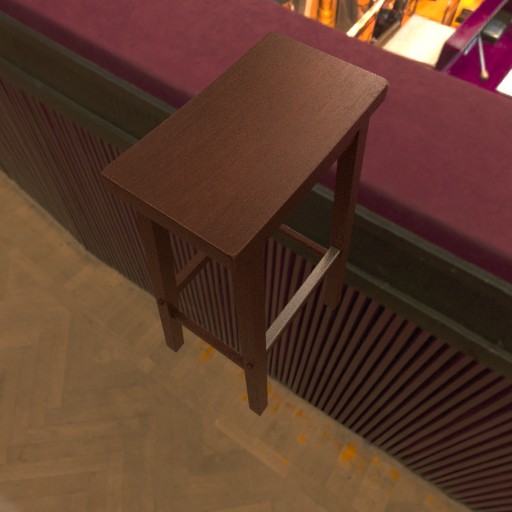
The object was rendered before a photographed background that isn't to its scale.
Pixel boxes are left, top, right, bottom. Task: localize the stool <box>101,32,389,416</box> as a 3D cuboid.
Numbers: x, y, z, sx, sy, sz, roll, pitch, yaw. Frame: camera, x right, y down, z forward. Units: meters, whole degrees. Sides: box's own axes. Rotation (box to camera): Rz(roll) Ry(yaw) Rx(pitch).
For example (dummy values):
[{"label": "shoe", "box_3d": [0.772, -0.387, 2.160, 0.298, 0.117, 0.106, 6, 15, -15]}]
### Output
[{"label": "stool", "box_3d": [0.000, 0.000, 0.962, 0.322, 0.742, 0.406, 32, 64, 18]}]
